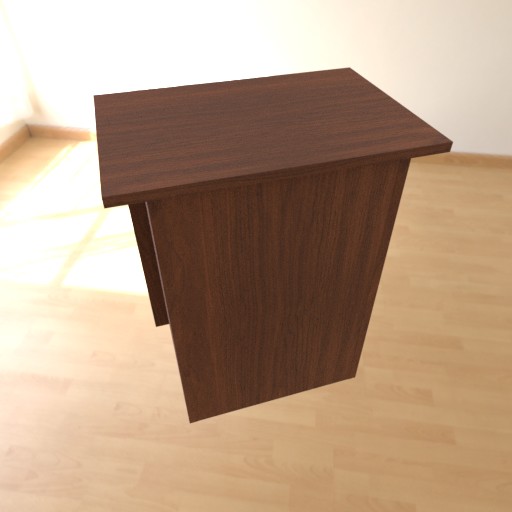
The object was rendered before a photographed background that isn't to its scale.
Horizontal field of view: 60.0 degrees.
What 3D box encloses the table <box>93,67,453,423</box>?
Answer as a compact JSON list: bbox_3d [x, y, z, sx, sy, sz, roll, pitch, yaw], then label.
[{"bbox_3d":[0.000,0.000,1.081,0.589,0.711,0.406,-11,42,-13],"label":"table"}]
